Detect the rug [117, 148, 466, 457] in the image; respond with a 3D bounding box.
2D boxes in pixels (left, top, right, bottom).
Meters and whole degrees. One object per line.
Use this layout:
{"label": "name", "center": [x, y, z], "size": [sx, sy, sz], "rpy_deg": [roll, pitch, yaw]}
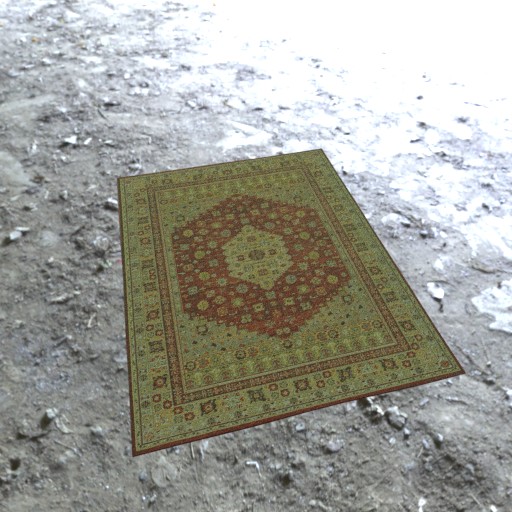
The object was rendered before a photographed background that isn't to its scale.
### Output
{"label": "rug", "center": [0.000, 0.000, 4.040], "size": [2.387, 0.013, 3.053], "rpy_deg": [-10, 47, -10]}
